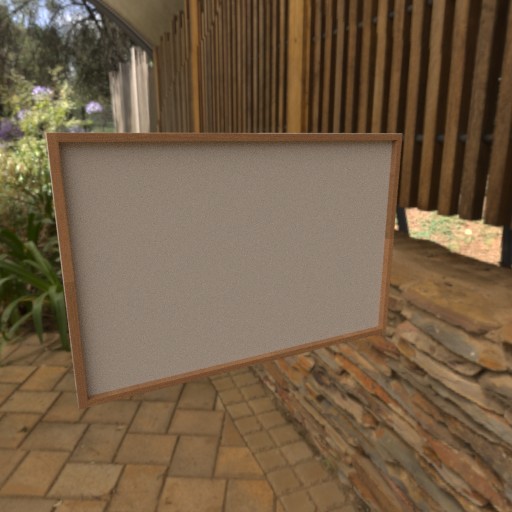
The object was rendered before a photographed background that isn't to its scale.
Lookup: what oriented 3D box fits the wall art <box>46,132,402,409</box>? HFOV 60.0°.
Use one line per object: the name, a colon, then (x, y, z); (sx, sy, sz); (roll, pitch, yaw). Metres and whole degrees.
wall art: (0.000, 0.000, 1.137); (0.914, 0.607, 0.023); (-8, 17, -26)
